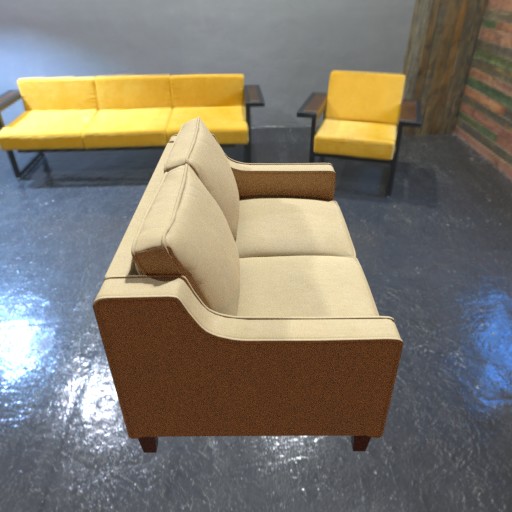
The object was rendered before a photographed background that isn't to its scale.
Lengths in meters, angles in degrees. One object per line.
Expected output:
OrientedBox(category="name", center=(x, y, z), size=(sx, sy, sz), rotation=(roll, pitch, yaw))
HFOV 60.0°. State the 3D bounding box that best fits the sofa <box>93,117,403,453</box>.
OrientedBox(category="sofa", center=(0.000, 0.000, 2.120), size=(0.987, 0.971, 1.501), rotation=(0, 33, 0))
